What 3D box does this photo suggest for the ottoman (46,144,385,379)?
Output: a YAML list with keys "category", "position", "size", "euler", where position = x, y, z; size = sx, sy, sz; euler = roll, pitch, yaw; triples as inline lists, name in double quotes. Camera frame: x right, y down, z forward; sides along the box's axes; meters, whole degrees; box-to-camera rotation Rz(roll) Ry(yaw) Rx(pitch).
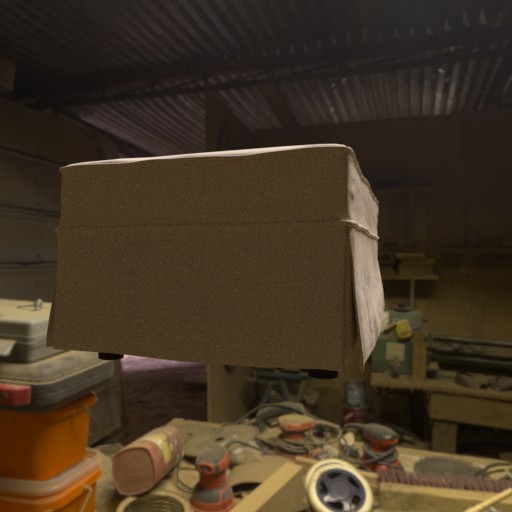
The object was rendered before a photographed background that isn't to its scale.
- category: "ottoman"
  position: [0.000, 0.000, 1.293]
  size: [0.703, 0.479, 0.944]
  euler: [0, 0, 18]
